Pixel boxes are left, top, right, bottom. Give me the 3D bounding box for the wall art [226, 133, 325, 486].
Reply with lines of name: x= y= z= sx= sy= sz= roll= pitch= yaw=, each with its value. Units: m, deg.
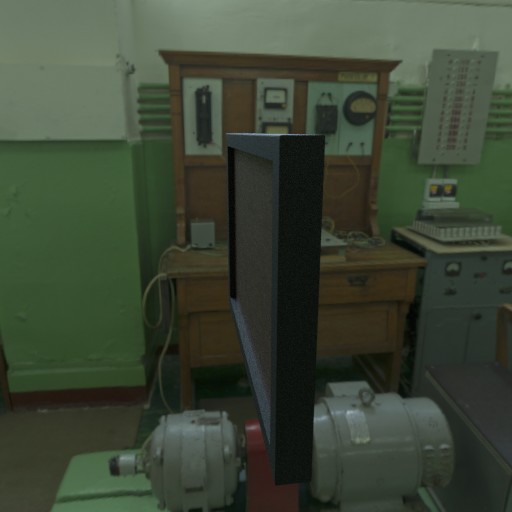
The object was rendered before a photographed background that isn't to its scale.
wall art: x=0.000 y=0.000 z=0.859 sx=0.051 sy=0.456 sz=0.671 roll=-2 pitch=16 yaw=-8
